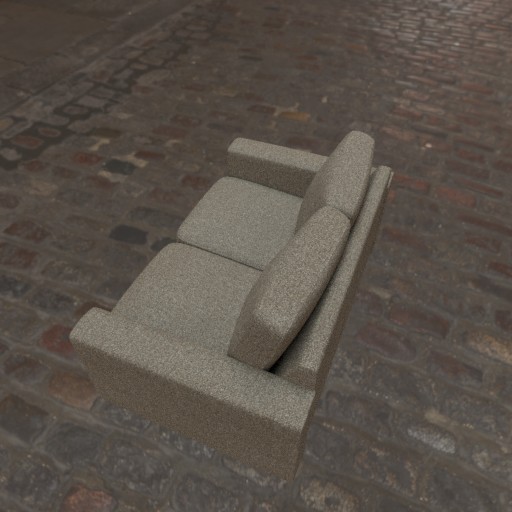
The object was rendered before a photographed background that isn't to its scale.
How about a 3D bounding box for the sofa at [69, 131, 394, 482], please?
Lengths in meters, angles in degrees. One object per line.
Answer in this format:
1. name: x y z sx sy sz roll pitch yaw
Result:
1. sofa: 0.000 0.000 2.211 1.016 0.873 1.616 17 48 16
